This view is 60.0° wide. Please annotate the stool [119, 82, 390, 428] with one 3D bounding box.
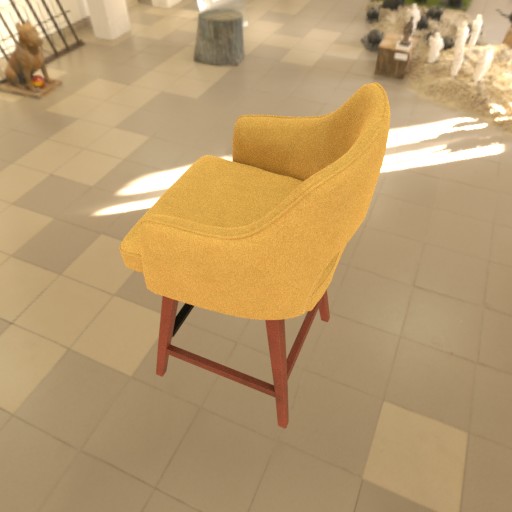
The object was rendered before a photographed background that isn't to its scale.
[{"bbox_3d":[0.000,0.000,1.242,0.558,0.924,0.548,17,48,16],"label":"stool"}]
